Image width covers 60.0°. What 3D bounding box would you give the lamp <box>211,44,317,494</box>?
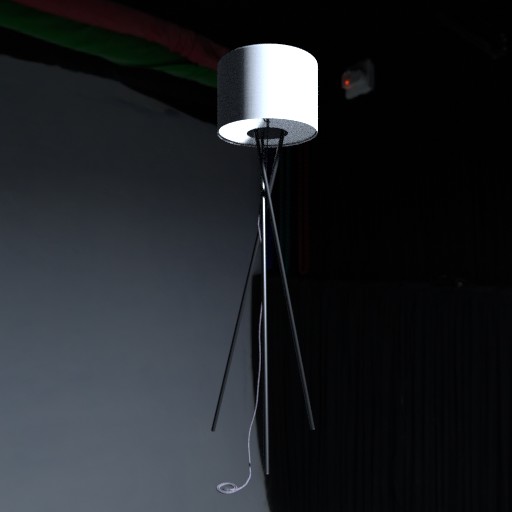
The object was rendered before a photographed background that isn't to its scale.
[{"bbox_3d":[0.000,0.000,1.902,0.667,1.624,0.522,1,-1,-37],"label":"lamp"}]
